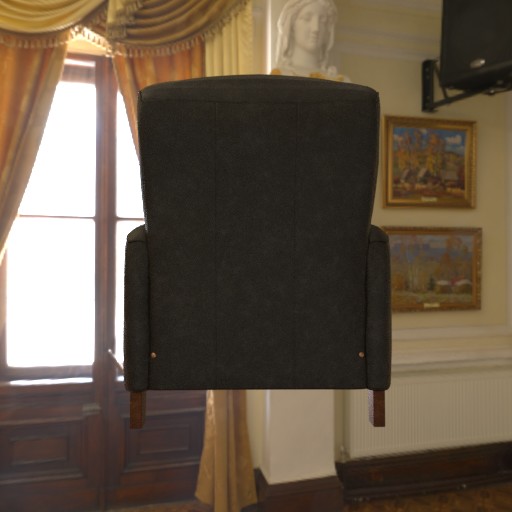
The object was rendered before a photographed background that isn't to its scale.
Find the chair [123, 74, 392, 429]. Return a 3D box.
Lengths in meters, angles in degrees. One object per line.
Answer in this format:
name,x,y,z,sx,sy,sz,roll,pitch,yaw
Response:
chair,0.000,0.000,1.643,0.848,1.014,0.864,0,-1,-1
